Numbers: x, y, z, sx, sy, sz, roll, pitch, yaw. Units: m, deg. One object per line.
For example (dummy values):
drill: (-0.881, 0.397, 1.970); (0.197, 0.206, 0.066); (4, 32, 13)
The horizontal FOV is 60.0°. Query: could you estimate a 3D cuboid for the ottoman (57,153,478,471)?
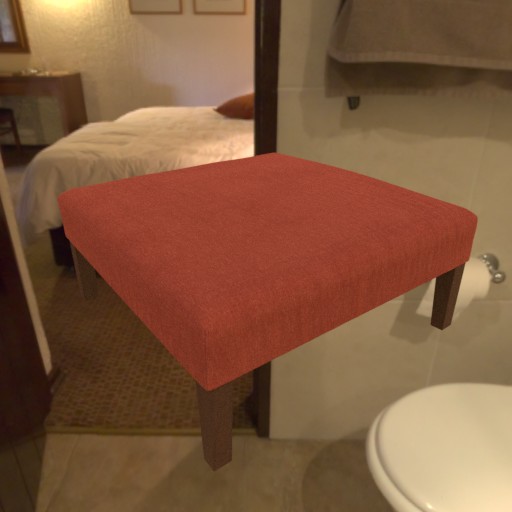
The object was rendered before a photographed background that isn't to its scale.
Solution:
ottoman: (0.000, 0.000, 1.372); (0.889, 0.411, 0.890); (-18, 32, -33)
